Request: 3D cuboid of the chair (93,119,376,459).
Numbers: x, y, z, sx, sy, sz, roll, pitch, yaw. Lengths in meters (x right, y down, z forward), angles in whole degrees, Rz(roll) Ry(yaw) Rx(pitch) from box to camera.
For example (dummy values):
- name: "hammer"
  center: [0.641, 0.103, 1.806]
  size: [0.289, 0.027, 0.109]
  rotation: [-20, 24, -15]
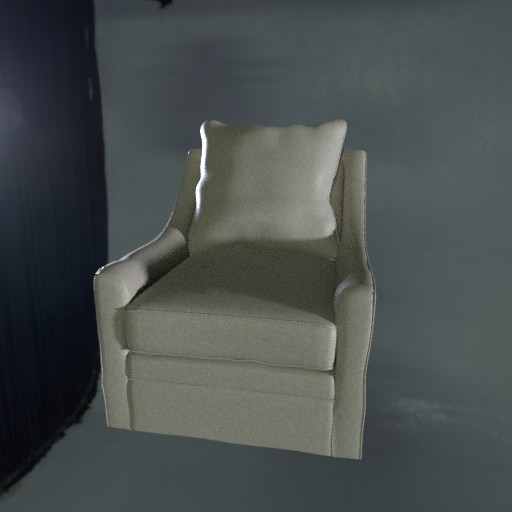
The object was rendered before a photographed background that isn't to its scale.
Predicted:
- name: "chair"
  center: [0.000, 0.000, 1.555]
  size: [0.760, 0.942, 0.876]
  rotation: [3, 15, 11]
